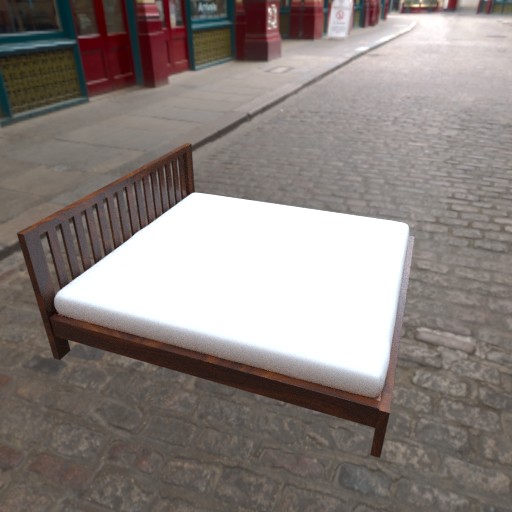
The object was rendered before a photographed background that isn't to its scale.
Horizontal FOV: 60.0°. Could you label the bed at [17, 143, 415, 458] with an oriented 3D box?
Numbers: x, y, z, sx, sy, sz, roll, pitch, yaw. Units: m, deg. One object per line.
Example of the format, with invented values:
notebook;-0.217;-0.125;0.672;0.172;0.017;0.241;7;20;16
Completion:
bed;0.000;0.000;3.064;2.030;0.890;1.905;10;31;18
